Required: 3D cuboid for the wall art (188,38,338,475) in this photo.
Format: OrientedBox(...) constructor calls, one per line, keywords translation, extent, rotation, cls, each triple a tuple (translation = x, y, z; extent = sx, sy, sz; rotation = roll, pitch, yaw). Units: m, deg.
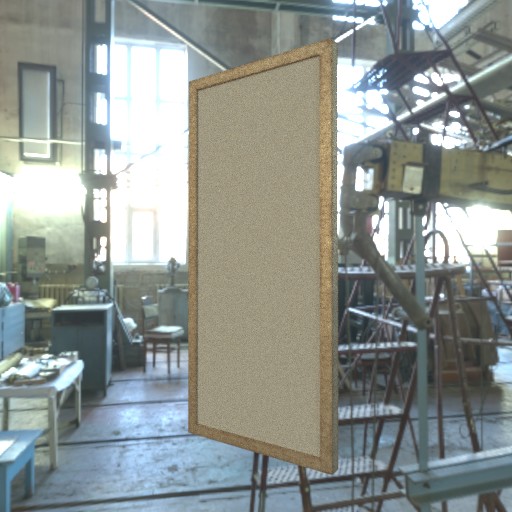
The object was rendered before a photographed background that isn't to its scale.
OrientedBox(translation=(0.000, 0.000, 1.682), extent=(0.648, 1.461, 0.051), rotation=(0, -1, 34), cls="wall art")
